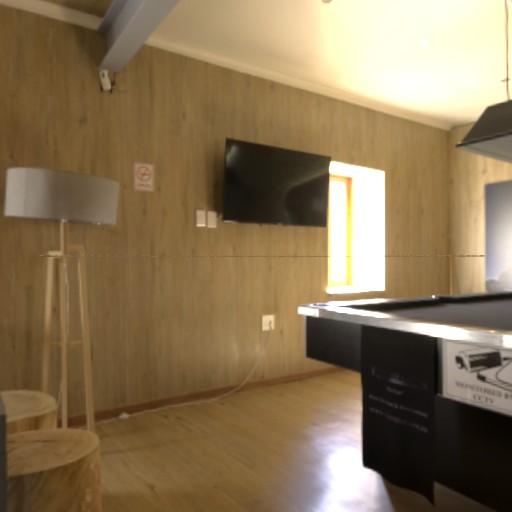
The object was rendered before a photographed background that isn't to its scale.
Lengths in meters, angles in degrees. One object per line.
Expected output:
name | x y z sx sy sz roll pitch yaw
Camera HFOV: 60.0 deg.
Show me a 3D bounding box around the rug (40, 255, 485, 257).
rug | 0.000 0.000 2.508 2.084 0.009 1.222 0 0 -19
